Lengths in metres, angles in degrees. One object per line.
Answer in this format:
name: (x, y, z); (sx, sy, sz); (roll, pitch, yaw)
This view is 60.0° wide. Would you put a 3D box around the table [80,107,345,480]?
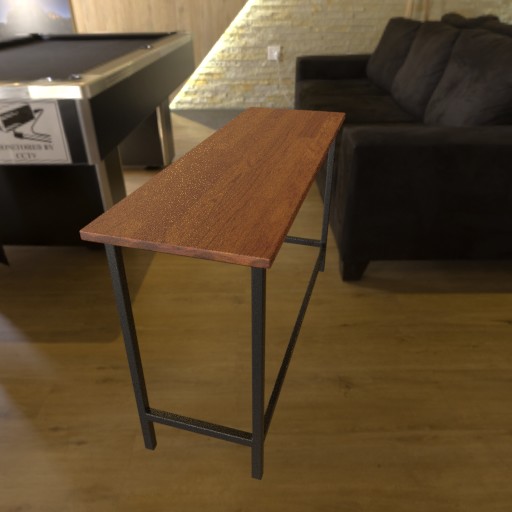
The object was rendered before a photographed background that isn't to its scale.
table: (0.000, 0.000, 1.550); (0.408, 0.740, 1.204); (9, 32, 14)
